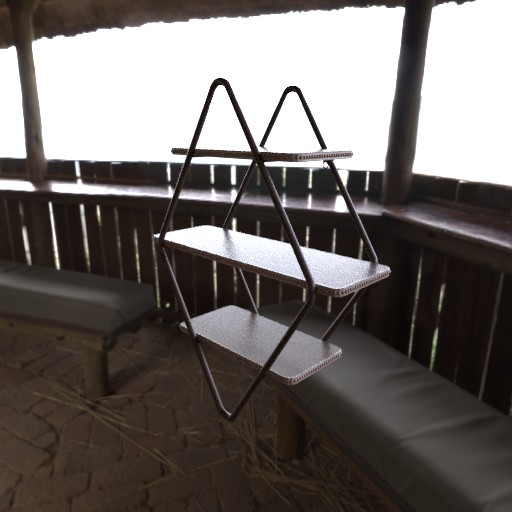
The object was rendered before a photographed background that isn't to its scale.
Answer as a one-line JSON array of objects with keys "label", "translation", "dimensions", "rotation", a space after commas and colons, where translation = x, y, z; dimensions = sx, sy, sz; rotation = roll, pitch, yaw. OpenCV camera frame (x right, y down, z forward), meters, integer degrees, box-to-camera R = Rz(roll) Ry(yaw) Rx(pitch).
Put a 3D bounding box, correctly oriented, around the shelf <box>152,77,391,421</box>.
[{"label": "shelf", "translation": [0.000, 0.000, 1.053], "dimensions": [0.609, 0.774, 0.234], "rotation": [15, 22, 43]}]
